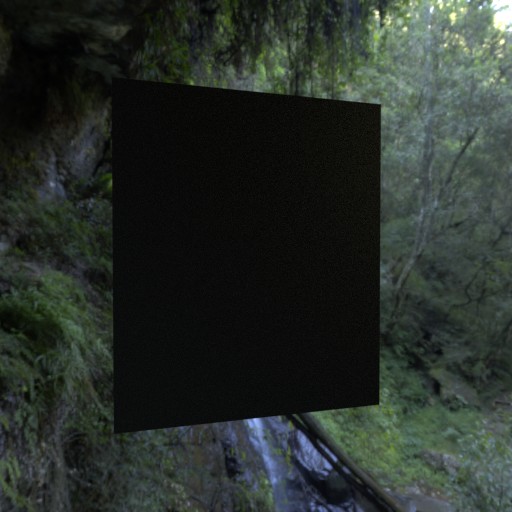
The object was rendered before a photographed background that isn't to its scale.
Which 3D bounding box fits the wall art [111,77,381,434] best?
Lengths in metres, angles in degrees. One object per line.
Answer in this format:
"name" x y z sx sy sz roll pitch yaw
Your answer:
"wall art" 0.000 0.000 0.696 0.428 0.505 0.023 0 1 -16
